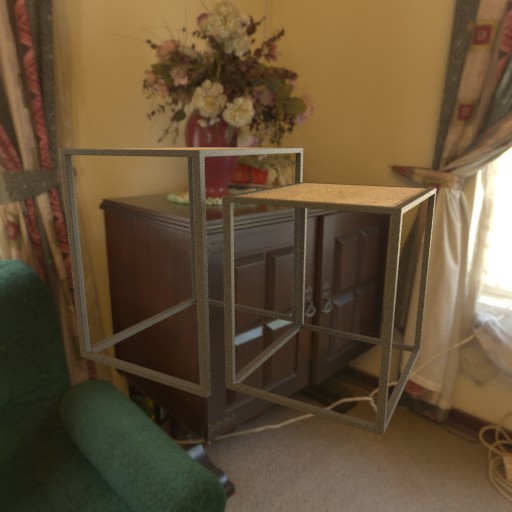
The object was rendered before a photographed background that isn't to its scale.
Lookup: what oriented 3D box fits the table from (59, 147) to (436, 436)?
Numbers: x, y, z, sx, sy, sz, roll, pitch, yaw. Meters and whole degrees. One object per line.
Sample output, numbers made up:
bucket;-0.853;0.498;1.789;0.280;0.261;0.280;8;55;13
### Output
table;0.000;0.000;1.147;0.788;0.540;0.508;8;16;28
